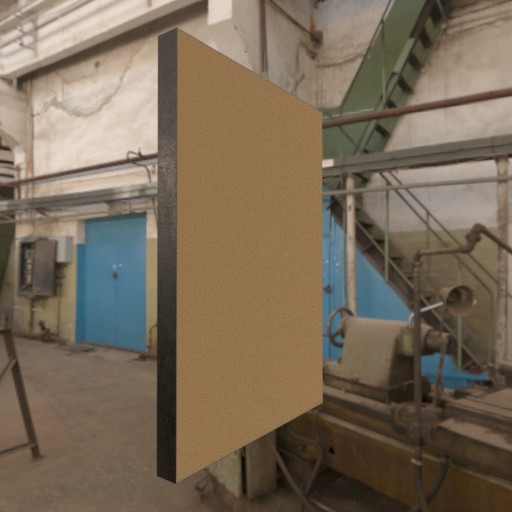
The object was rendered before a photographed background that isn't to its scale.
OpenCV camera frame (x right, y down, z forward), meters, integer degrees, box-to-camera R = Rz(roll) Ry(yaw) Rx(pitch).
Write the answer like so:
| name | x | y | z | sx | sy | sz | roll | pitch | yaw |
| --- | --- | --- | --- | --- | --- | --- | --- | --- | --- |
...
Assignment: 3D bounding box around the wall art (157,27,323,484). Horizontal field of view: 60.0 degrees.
| name | x | y | z | sx | sy | sz | roll | pitch | yaw |
| --- | --- | --- | --- | --- | --- | --- | --- | --- | --- |
| wall art | 0.000 | 0.000 | 0.579 | 0.031 | 0.457 | 0.313 | -1 | -1 | 36 |
